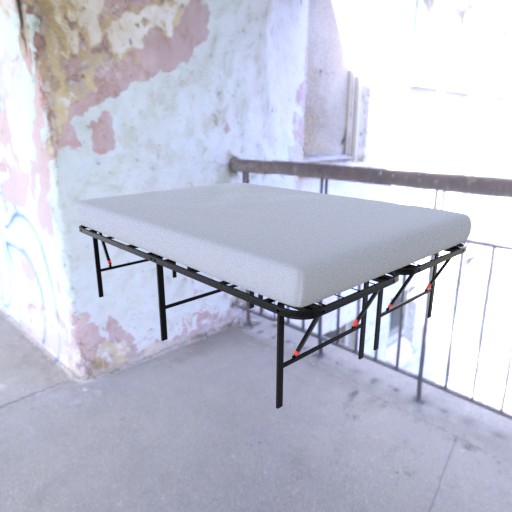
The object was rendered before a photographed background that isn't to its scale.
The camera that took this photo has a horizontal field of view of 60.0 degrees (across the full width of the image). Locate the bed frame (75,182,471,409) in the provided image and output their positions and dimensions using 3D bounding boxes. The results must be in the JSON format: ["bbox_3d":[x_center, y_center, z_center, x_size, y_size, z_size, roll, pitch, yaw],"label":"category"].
[{"bbox_3d":[0.000,0.000,2.610,1.372,0.637,1.905,-15,22,-41],"label":"bed frame"}]
